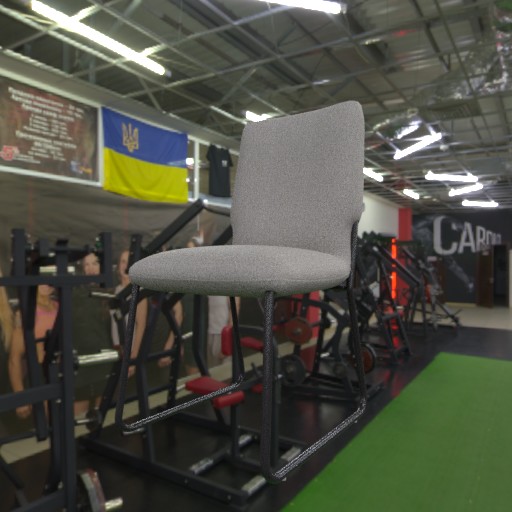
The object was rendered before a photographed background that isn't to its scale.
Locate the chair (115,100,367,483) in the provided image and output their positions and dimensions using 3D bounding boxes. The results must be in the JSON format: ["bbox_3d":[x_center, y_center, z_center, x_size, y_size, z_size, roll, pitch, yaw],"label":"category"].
[{"bbox_3d":[0.000,0.000,1.151,0.448,0.864,0.560,0,0,35],"label":"chair"}]
